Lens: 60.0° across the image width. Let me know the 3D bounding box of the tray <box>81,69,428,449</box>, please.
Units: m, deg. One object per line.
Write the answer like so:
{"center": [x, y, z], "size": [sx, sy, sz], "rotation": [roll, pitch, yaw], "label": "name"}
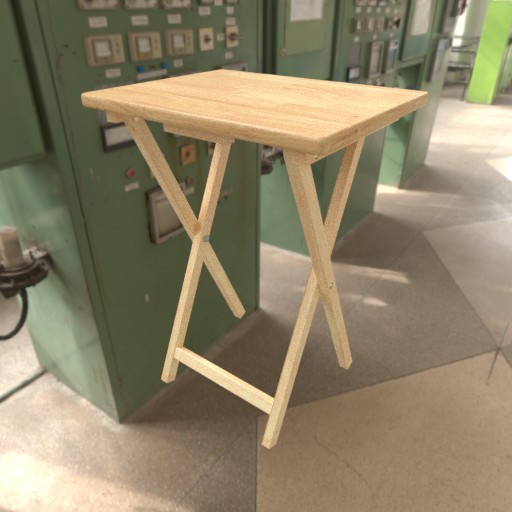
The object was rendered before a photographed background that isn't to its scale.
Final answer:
{"center": [0.000, 0.000, 0.939], "size": [0.483, 0.660, 0.381], "rotation": [21, 36, 31], "label": "tray"}
